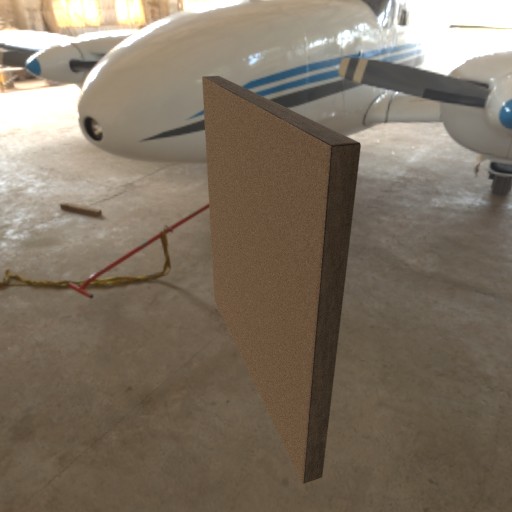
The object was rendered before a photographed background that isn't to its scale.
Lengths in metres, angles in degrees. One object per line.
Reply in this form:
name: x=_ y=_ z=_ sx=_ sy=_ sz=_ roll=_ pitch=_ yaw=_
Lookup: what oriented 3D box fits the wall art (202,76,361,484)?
wall art: x=0.000 y=0.000 z=1.108 sx=0.050 sy=0.751 sz=0.749 roll=-10 pitch=31 yaw=-17
